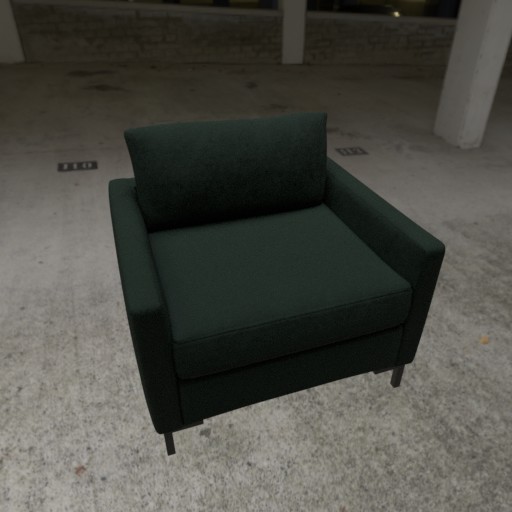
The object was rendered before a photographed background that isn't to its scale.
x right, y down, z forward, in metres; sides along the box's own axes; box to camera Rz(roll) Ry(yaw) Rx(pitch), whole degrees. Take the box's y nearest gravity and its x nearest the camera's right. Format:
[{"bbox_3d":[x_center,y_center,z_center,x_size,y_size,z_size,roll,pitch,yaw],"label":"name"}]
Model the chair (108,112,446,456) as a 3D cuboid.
[{"bbox_3d":[0.000,0.000,1.628,0.963,0.861,0.866,-11,35,-16],"label":"chair"}]
